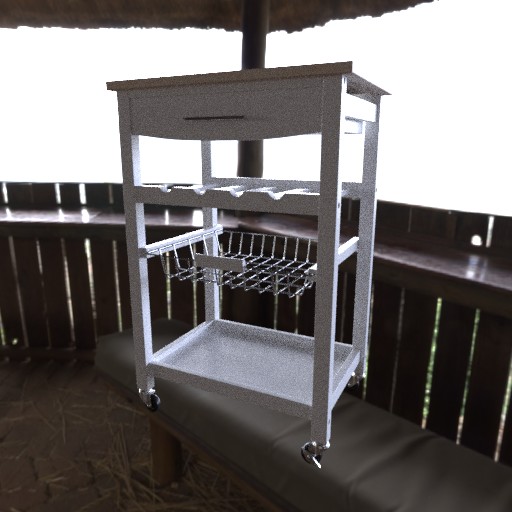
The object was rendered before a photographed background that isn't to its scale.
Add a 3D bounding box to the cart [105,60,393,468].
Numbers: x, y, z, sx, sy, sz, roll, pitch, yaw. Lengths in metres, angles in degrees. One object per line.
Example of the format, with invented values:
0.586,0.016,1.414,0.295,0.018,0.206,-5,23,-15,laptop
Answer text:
0.000,0.000,1.177,0.578,0.857,0.406,7,15,26,cart
